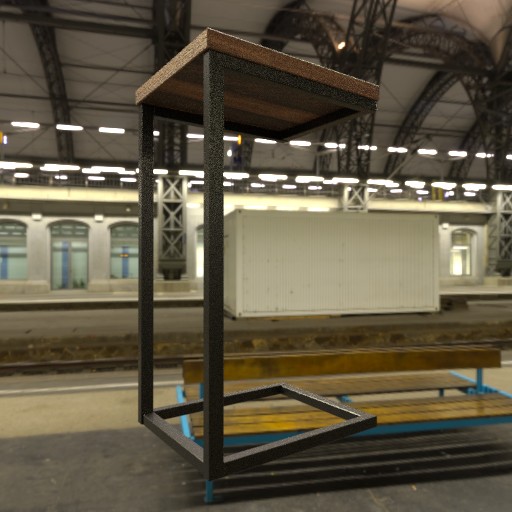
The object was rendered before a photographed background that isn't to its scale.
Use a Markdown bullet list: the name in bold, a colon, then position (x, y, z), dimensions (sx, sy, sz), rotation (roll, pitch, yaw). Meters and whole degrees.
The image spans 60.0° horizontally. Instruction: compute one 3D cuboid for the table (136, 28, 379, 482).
- **table**: position (0.000, 0.000, 0.946), dimensions (0.414, 0.718, 0.323), rotation (0, 0, -35)
